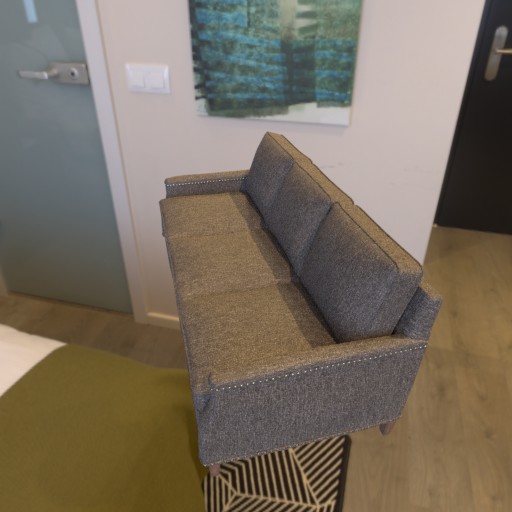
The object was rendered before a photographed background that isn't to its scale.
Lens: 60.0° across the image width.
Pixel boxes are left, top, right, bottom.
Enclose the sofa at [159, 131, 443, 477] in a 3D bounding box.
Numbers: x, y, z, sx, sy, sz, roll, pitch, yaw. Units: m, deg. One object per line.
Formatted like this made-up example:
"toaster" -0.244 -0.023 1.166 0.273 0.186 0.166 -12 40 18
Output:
"sofa" 0.000 0.000 2.803 1.084 1.003 2.246 -8 32 -12
